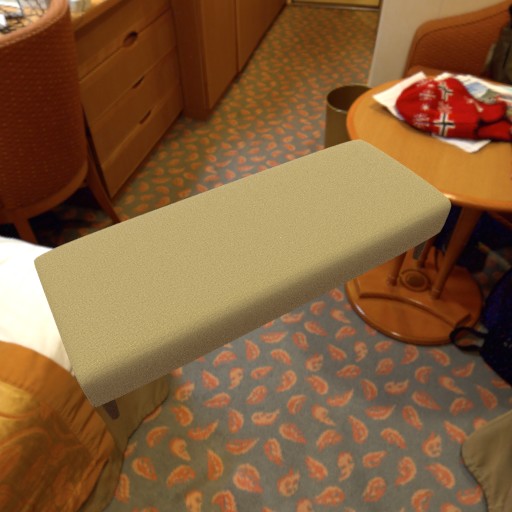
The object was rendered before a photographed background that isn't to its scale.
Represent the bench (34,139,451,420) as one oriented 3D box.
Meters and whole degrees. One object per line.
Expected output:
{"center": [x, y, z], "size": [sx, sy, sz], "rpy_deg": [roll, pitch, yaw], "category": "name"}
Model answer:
{"center": [0.000, 0.000, 1.889], "size": [1.609, 0.393, 0.646], "rpy_deg": [-24, 50, -21], "category": "bench"}
